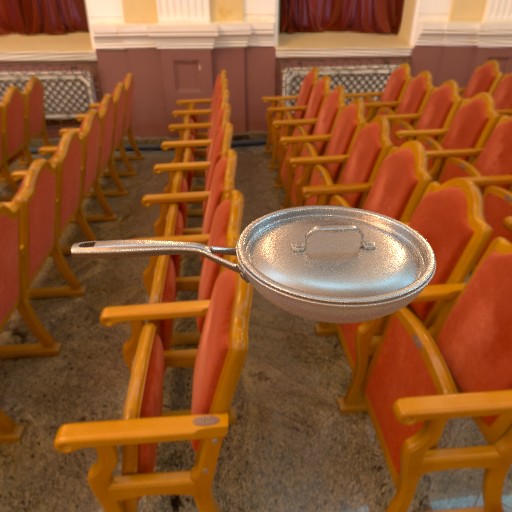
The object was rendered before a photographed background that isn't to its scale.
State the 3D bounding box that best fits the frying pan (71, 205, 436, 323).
[{"bbox_3d":[0.000,0.000,0.620,0.490,0.086,0.272,-2,30,-3],"label":"frying pan"}]
